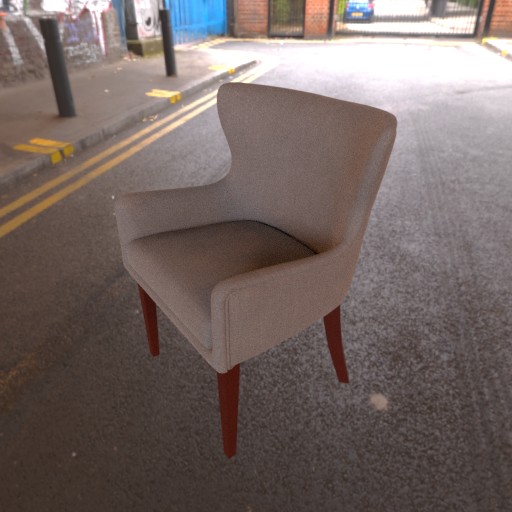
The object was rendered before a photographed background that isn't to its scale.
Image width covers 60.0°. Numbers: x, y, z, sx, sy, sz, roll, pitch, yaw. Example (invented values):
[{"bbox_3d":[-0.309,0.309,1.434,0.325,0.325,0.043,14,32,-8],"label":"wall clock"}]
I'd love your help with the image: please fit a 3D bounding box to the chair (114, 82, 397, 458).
[{"bbox_3d":[0.000,0.000,1.426,0.677,0.948,0.732,-20,36,-30],"label":"chair"}]
